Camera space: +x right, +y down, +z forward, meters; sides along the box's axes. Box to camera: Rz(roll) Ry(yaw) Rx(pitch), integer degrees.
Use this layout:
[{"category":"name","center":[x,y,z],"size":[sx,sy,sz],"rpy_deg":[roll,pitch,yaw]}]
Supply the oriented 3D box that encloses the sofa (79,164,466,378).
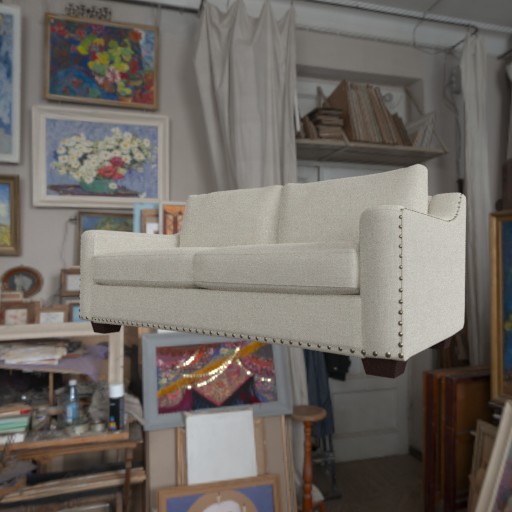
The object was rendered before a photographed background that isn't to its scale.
[{"category":"sofa","center":[0.000,0.000,2.652],"size":[2.107,0.983,1.104],"rpy_deg":[-1,-2,37]}]
